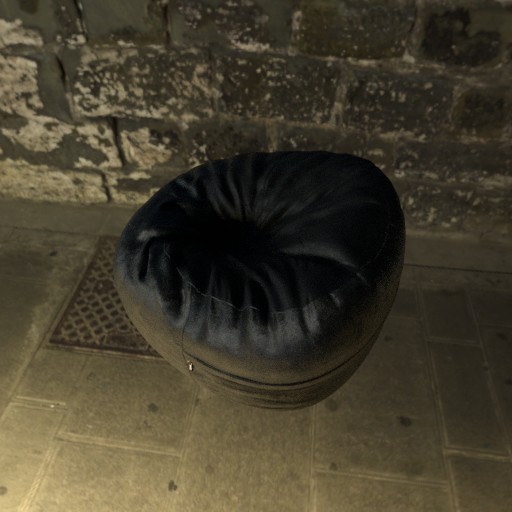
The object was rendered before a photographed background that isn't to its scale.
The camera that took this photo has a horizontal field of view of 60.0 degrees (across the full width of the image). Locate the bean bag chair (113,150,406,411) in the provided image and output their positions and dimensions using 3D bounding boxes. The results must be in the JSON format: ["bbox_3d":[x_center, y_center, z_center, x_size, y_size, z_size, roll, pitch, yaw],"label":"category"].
[{"bbox_3d":[0.000,0.000,2.448,1.524,0.878,1.524,16,49,15],"label":"bean bag chair"}]
